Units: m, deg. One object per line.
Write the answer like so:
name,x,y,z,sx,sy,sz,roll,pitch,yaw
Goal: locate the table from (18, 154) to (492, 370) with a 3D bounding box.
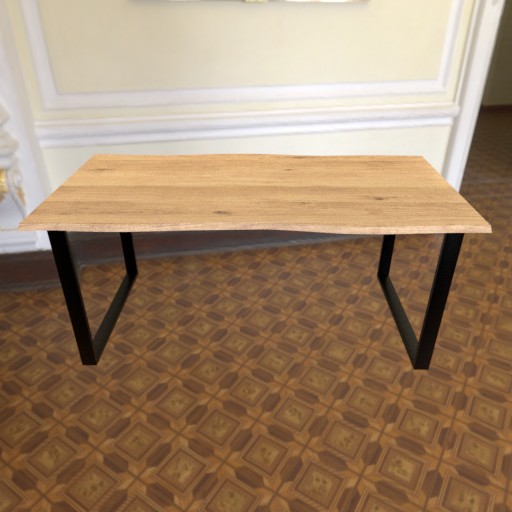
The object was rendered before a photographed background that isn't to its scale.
table,0.000,0.000,2.246,1.800,0.780,0.900,1,30,1
